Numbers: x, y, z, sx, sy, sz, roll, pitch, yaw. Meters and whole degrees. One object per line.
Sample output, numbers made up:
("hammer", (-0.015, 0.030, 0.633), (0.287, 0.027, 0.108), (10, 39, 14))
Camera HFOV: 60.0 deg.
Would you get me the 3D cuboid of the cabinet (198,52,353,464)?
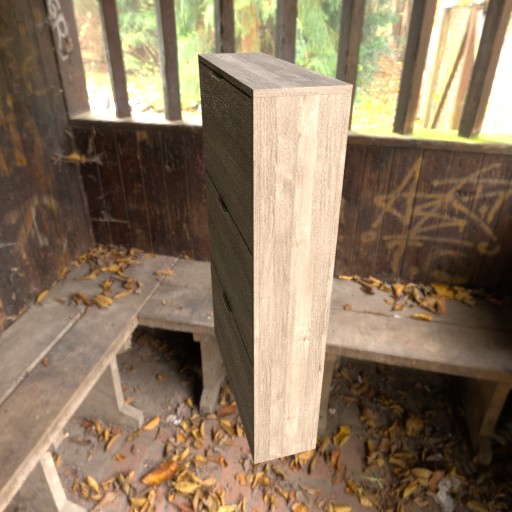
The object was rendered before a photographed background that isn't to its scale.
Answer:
("cabinet", (0.000, 0.000, 1.614), (0.250, 1.280, 0.750), (-8, 31, -13))
